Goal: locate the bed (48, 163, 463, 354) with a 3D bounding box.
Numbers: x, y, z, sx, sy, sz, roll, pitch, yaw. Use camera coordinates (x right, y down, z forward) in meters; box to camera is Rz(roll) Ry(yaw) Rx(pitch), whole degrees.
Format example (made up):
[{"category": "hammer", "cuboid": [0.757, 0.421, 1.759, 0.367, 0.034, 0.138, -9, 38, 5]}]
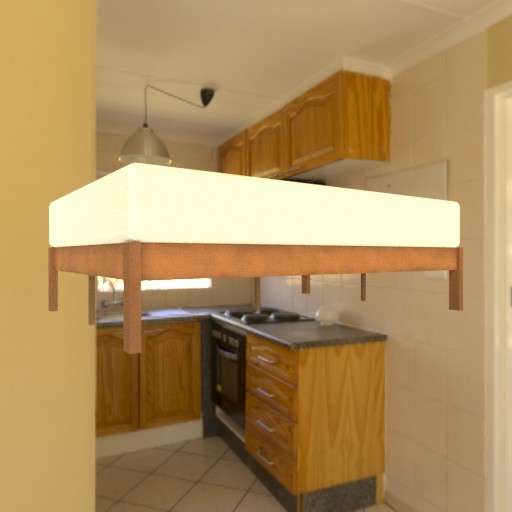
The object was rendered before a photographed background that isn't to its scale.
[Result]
[{"category": "bed", "cuboid": [0.000, 0.000, 2.514, 1.927, 0.616, 1.348, 0, 0, -35]}]
